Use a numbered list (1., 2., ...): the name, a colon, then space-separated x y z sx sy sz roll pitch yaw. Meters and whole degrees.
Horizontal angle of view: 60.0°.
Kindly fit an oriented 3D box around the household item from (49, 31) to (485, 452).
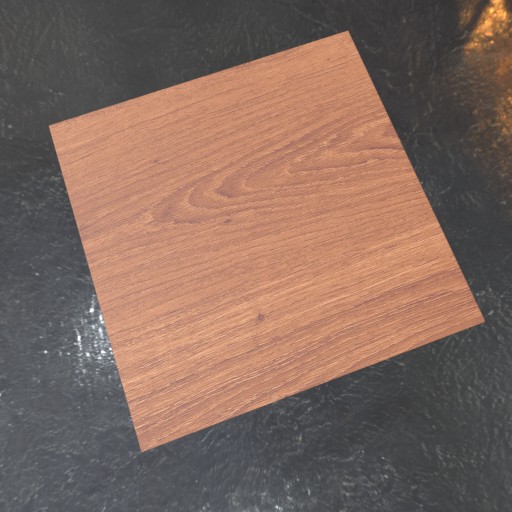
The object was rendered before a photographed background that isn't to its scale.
1. household item: 0.000 0.000 0.716 0.400 0.400 0.400 -19 78 -4
